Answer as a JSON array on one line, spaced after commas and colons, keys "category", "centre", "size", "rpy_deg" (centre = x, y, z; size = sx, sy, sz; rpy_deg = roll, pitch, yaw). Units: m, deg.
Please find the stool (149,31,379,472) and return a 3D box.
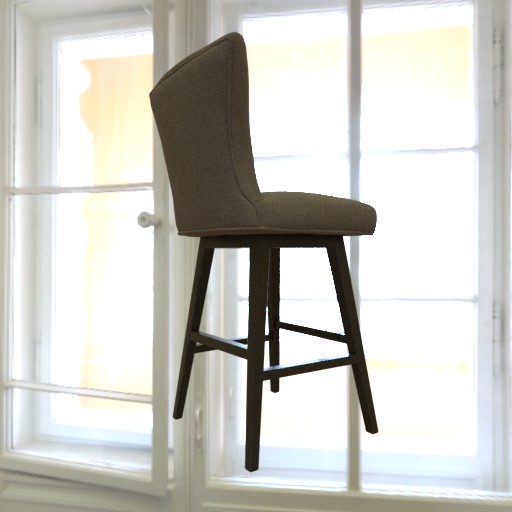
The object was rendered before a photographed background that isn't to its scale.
[{"category": "stool", "centre": [0.000, 0.000, 1.397], "size": [0.574, 1.086, 0.514], "rpy_deg": [0, 1, -36]}]
